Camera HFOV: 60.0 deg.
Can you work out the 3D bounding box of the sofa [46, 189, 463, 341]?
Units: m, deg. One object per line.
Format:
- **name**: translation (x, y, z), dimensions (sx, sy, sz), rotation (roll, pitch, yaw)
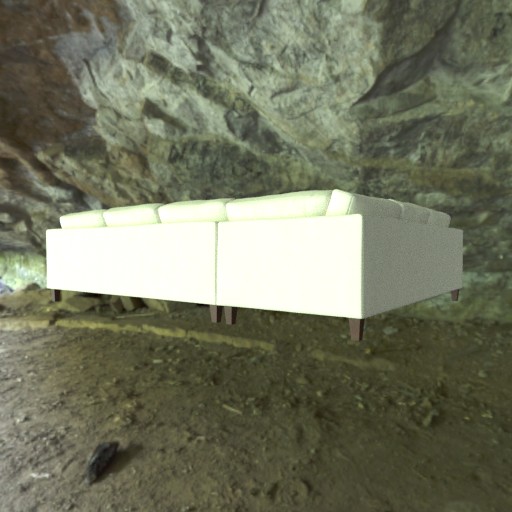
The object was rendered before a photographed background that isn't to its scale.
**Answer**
- **sofa**: translation (0.000, 0.000, 4.236), dimensions (3.182, 0.863, 2.432), rotation (1, 1, 36)
